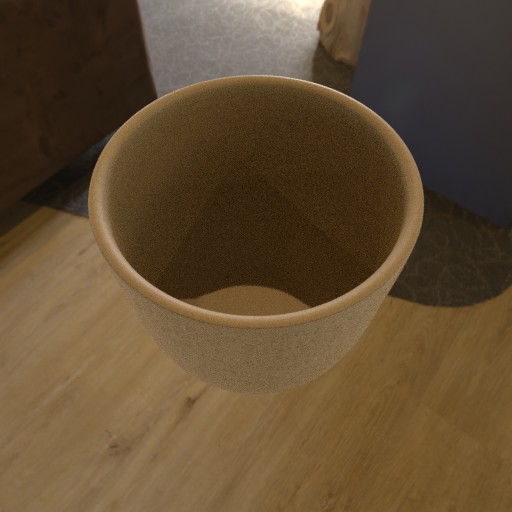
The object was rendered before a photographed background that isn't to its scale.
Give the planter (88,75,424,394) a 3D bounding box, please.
[{"bbox_3d":[0.000,0.000,0.291,0.170,0.152,0.170,0,57,0],"label":"planter"}]
